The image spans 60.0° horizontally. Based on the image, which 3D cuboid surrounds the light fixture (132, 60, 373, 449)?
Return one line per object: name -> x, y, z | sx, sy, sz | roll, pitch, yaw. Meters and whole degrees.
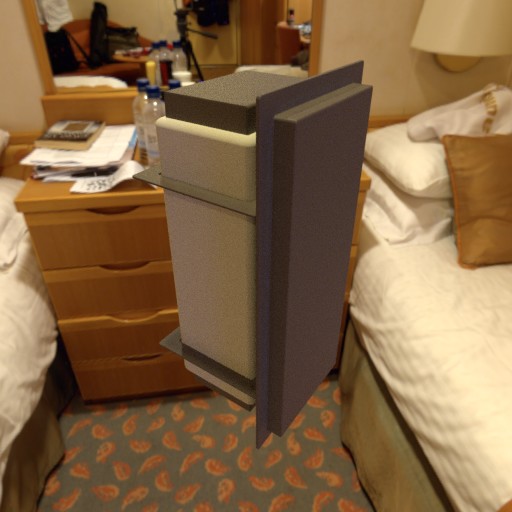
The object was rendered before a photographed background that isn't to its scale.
light fixture -> 0.000, 0.000, 0.435 | 0.146, 0.347, 0.153 | 21, 38, 29
